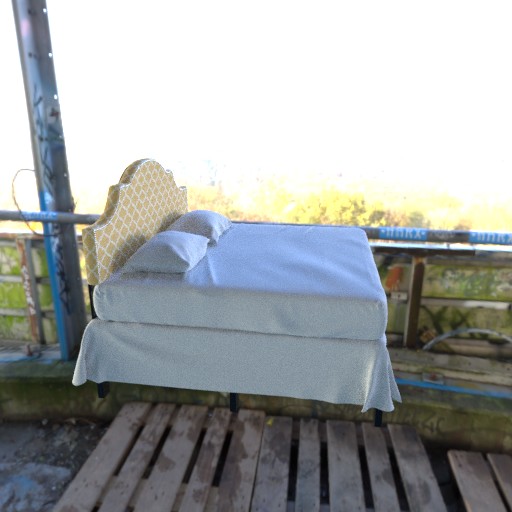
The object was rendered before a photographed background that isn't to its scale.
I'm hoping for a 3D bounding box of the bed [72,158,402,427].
[{"bbox_3d":[0.000,0.000,3.773,2.222,1.601,2.314,3,17,9],"label":"bed"}]
